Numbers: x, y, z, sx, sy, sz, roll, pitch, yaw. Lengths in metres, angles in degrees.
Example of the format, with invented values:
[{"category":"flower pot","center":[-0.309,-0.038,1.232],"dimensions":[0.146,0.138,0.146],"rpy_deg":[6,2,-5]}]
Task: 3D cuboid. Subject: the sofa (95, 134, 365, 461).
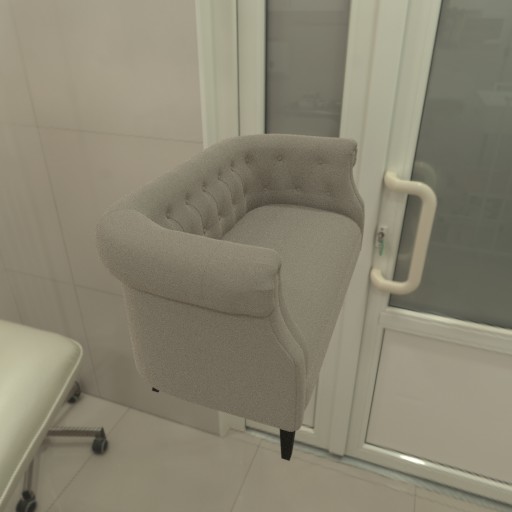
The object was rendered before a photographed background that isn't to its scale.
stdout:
[{"category":"sofa","center":[0.000,0.000,2.070],"dimensions":[0.835,0.827,1.558],"rpy_deg":[10,30,18]}]
